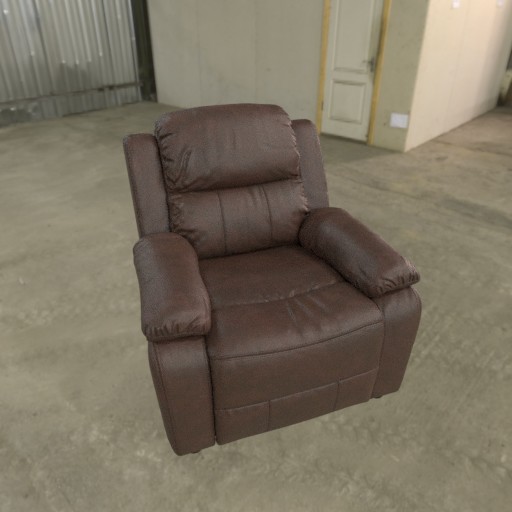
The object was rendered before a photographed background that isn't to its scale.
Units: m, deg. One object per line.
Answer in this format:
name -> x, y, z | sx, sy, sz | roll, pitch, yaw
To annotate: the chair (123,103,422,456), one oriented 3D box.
chair -> 0.000, 0.000, 1.237 | 0.680, 0.702, 0.707 | -10, 32, -16
